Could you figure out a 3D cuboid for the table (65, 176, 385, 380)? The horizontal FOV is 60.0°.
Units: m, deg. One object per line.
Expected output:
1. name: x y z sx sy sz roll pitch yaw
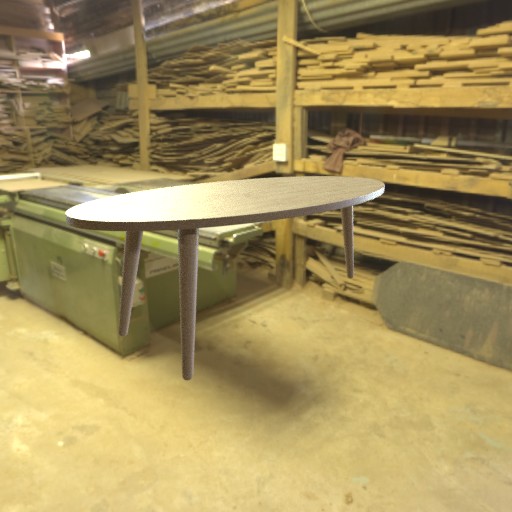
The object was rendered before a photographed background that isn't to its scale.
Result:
1. table: 0.000 0.000 1.347 1.083 0.390 0.542 -15 22 -42
